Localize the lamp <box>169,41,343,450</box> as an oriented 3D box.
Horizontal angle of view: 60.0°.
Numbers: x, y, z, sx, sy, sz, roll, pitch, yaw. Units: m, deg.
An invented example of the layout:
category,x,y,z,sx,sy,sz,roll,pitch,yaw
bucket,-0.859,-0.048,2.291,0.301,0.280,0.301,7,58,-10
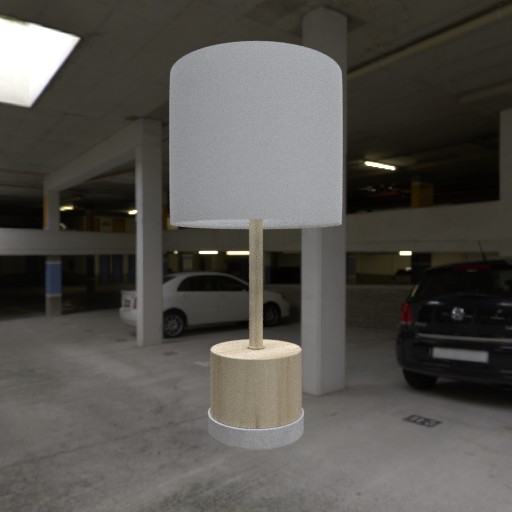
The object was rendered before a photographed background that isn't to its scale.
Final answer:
category,x,y,z,sx,sy,sz,roll,pitch,yaw
lamp,0.000,0.000,0.598,0.229,0.470,0.229,-1,1,-37
